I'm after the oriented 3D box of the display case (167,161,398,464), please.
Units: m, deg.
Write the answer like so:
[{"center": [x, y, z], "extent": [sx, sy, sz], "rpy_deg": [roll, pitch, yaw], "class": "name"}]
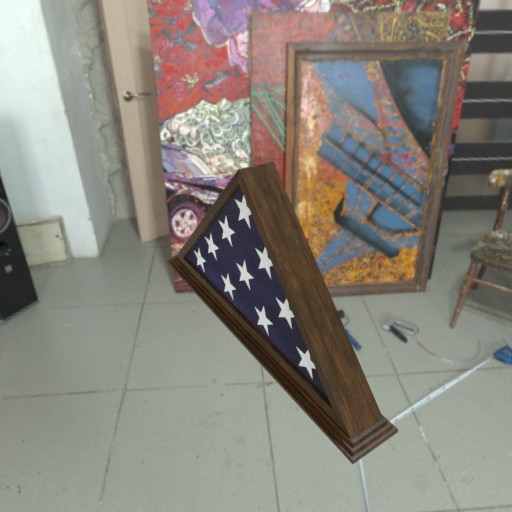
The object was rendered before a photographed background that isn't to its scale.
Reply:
[{"center": [0.000, 0.000, 0.793], "extent": [0.095, 0.340, 0.640], "rpy_deg": [-20, 37, -28], "class": "display case"}]
